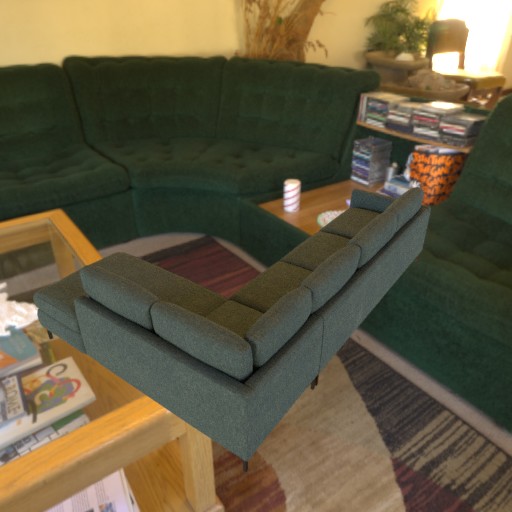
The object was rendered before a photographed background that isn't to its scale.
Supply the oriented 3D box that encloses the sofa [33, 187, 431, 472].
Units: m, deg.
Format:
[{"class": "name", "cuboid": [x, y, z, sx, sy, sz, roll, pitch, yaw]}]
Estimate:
[{"class": "sofa", "cuboid": [0.000, 0.000, 3.791, 2.007, 0.815, 2.949, 20, 36, 31]}]
